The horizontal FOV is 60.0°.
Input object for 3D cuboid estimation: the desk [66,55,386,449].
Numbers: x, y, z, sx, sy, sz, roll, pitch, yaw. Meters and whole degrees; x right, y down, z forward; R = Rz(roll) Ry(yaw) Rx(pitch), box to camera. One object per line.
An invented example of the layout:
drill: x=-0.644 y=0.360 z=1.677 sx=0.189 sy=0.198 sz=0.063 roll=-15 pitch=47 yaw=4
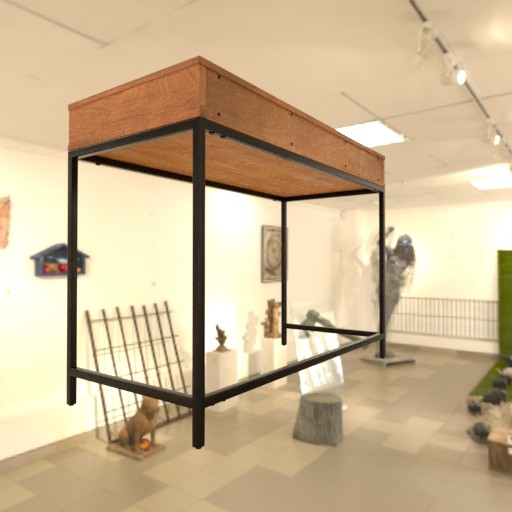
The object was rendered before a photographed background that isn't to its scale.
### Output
desk: x=0.000 y=0.000 z=1.402 sx=0.470 sy=0.762 sz=1.016 roll=-1 pitch=-1 yaw=36
